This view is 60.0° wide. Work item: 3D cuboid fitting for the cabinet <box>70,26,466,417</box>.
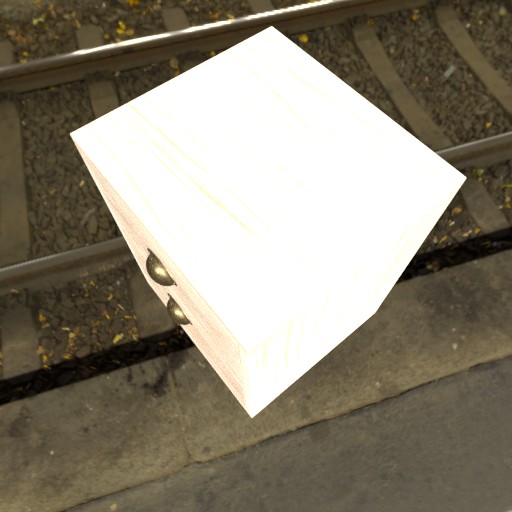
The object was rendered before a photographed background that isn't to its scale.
[{"bbox_3d":[0.000,0.000,0.869,0.401,0.579,0.409,-36,68,-17],"label":"cabinet"}]
